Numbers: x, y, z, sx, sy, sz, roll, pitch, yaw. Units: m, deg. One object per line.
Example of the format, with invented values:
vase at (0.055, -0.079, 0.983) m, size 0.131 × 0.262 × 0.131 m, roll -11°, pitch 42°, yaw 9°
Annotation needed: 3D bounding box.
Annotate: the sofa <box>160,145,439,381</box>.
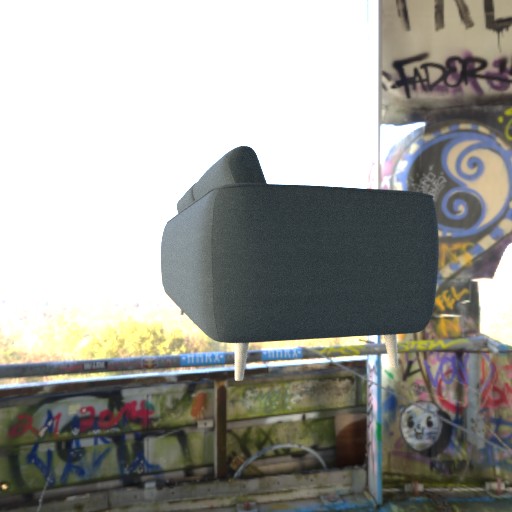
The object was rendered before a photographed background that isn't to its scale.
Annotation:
sofa at (0.000, 0.000, 2.444) m, size 0.920 × 0.850 × 2.000 m, roll 0°, pitch 1°, yaw -16°
